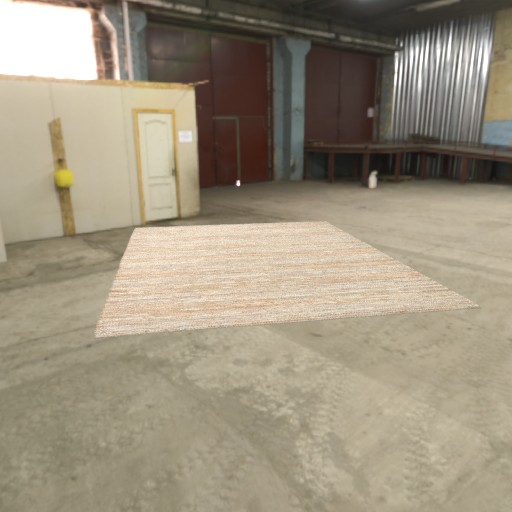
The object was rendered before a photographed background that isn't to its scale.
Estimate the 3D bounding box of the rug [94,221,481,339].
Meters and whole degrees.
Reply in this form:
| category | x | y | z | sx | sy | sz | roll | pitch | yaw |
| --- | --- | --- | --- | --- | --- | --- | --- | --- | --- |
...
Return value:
| category | x | y | z | sx | sy | sz | roll | pitch | yaw |
| --- | --- | --- | --- | --- | --- | --- | --- | --- | --- |
| rug | 0.000 | 0.000 | 3.903 | 2.313 | 0.009 | 2.939 | -3 | 15 | -10 |
